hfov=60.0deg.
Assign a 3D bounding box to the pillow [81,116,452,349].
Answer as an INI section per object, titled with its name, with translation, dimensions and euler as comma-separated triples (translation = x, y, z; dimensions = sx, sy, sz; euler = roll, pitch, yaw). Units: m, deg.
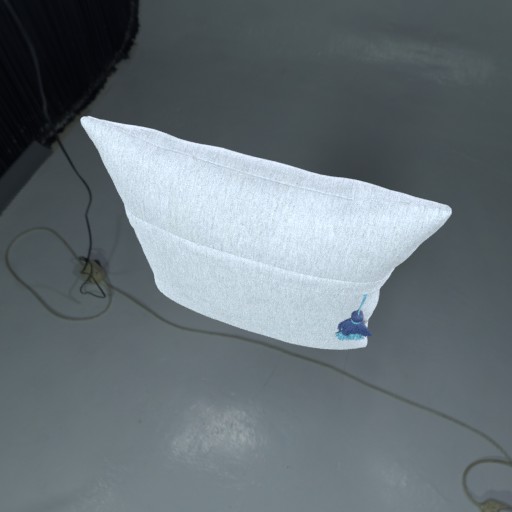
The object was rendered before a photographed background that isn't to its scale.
[pillow]
translation = 0.000, 0.000, 0.679
dimensions = 0.433, 0.436, 0.173
euler = 16, 60, 10
